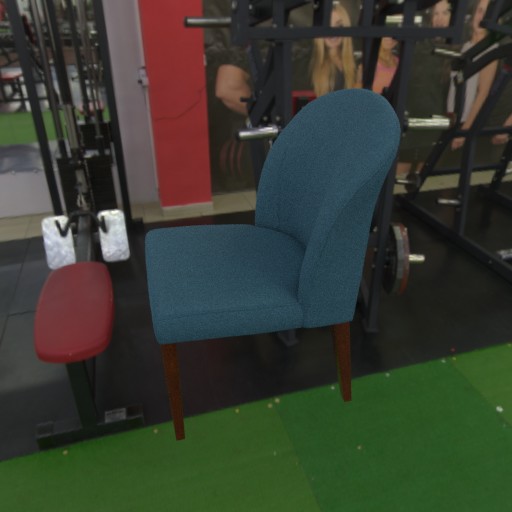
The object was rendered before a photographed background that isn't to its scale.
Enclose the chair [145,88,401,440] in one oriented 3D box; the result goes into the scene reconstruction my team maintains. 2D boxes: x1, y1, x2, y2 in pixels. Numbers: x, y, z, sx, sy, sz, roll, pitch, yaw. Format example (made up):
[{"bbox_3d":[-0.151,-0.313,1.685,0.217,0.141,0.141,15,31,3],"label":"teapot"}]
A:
[{"bbox_3d":[0.000,0.000,1.279,0.620,0.879,0.507,-7,31,-13],"label":"chair"}]
